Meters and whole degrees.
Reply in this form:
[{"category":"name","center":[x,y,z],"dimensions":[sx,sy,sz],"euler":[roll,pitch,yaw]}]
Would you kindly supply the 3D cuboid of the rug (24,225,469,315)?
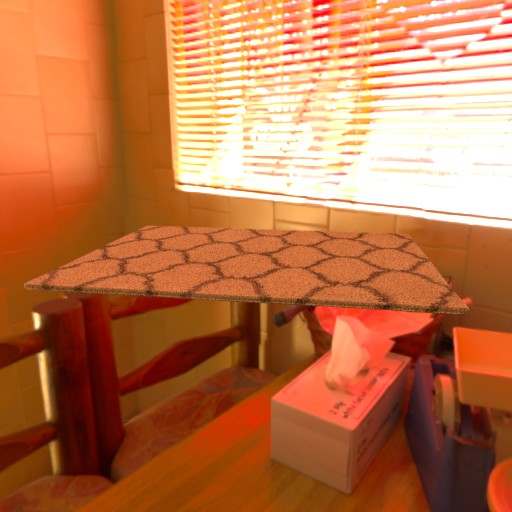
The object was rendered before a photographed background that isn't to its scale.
[{"category":"rug","center":[0.000,0.000,2.130],"dimensions":[1.600,0.025,1.200],"euler":[2,15,9]}]
